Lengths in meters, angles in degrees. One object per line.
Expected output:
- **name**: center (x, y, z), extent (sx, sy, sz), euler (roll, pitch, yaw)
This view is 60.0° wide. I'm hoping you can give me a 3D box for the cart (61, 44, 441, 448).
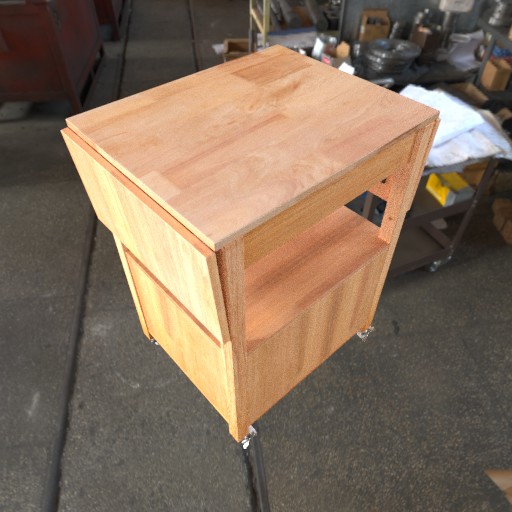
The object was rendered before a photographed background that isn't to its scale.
- **cart**: center (0.000, 0.000, 1.223), extent (0.640, 0.838, 0.508), euler (-33, 54, -28)
